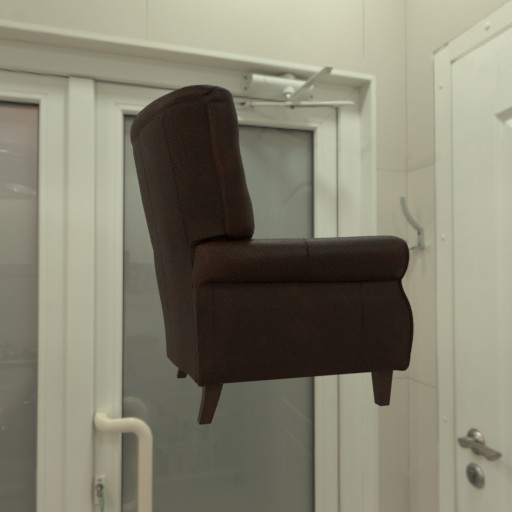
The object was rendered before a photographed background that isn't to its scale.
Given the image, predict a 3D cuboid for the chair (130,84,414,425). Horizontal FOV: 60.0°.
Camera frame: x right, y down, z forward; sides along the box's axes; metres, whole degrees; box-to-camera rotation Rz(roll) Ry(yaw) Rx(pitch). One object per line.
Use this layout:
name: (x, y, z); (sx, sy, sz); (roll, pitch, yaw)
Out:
chair: (0.000, 0.000, 1.924); (1.058, 1.158, 0.948); (0, -1, -17)
